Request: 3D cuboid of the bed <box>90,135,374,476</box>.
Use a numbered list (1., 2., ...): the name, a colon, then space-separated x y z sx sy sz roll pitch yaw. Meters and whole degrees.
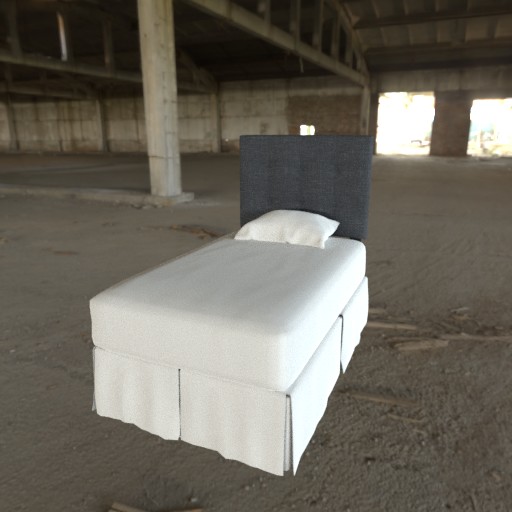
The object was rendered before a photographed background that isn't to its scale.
1. bed: 0.000 0.000 2.997 1.261 1.571 1.997 7 17 23
